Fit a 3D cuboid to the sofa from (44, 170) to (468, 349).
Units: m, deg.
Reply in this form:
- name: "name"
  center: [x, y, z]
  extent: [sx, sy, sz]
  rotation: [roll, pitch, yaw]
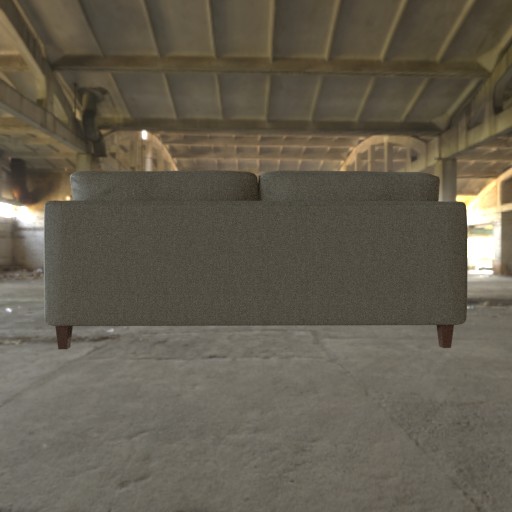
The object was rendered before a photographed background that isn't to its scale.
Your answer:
- name: "sofa"
  center: [0.000, 0.000, 2.739]
  extent: [2.208, 0.960, 0.956]
  rotation: [0, 0, -1]
